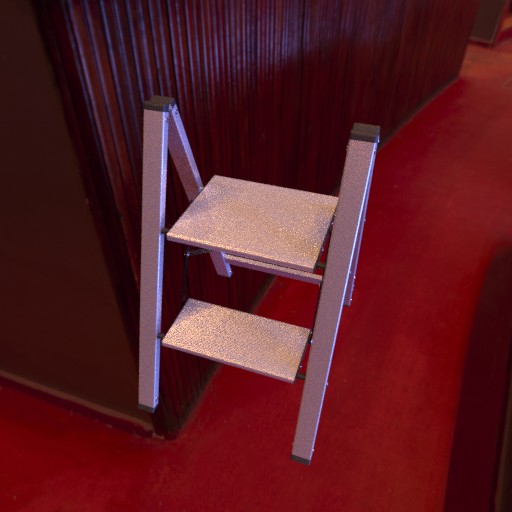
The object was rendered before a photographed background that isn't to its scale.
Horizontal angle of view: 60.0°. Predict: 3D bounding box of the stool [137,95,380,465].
[{"bbox_3d":[0.000,0.000,1.010,0.440,0.670,0.535,13,42,14],"label":"stool"}]
